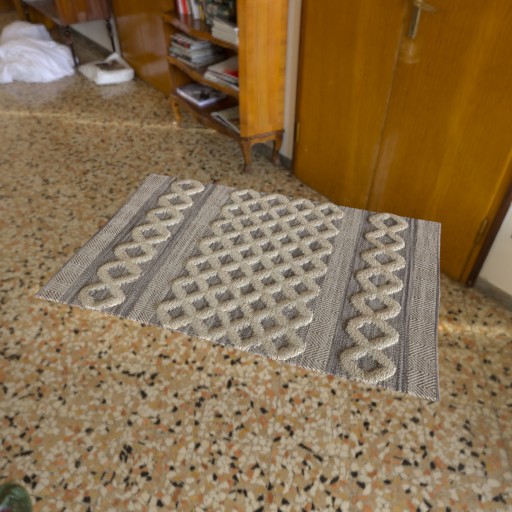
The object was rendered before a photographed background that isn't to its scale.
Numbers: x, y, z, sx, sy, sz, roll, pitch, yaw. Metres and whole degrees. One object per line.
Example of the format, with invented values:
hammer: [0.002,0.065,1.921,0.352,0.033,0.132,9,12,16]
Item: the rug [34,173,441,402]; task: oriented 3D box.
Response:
rug: [0.000,0.000,2.928,2.333,0.033,1.513,12,42,13]
